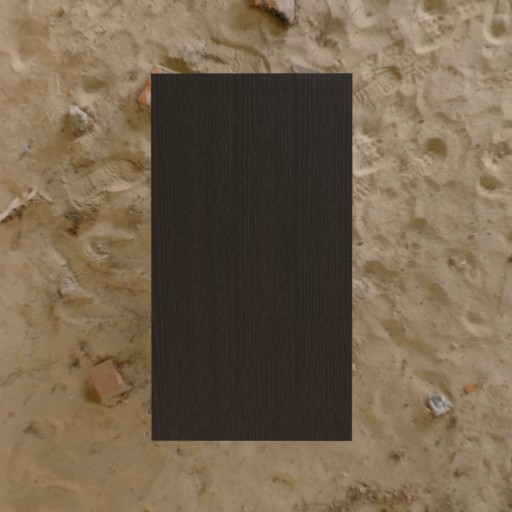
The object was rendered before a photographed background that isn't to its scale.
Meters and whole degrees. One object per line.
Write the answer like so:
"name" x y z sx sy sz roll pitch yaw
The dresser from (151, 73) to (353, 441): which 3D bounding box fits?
"dresser" 0.000 0.000 1.358 0.399 1.020 0.704 0 90 0
